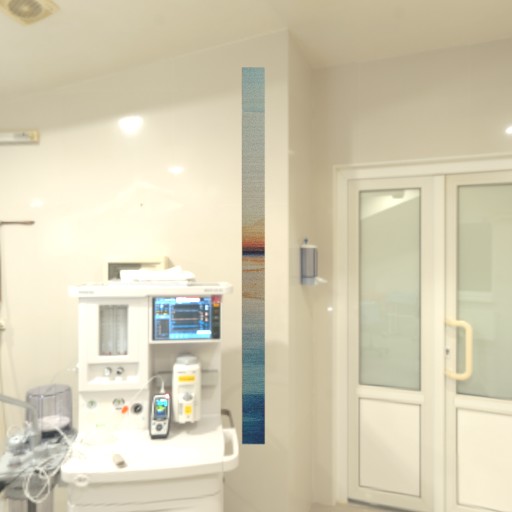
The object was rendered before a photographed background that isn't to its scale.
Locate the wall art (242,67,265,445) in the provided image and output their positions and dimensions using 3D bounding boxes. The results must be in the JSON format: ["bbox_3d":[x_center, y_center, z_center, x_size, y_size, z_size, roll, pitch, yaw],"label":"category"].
[{"bbox_3d":[0.000,0.000,1.165,0.037,0.605,0.911,0,0,1],"label":"wall art"}]
